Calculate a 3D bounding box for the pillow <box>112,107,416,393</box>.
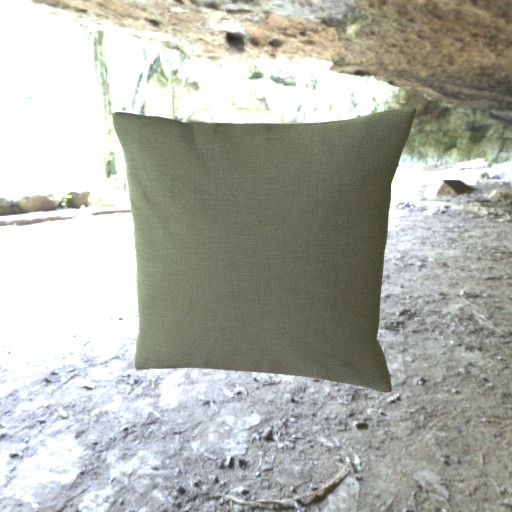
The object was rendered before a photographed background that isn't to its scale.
[{"bbox_3d":[0.000,0.000,0.806,0.517,0.508,0.158,2,15,9],"label":"pillow"}]
